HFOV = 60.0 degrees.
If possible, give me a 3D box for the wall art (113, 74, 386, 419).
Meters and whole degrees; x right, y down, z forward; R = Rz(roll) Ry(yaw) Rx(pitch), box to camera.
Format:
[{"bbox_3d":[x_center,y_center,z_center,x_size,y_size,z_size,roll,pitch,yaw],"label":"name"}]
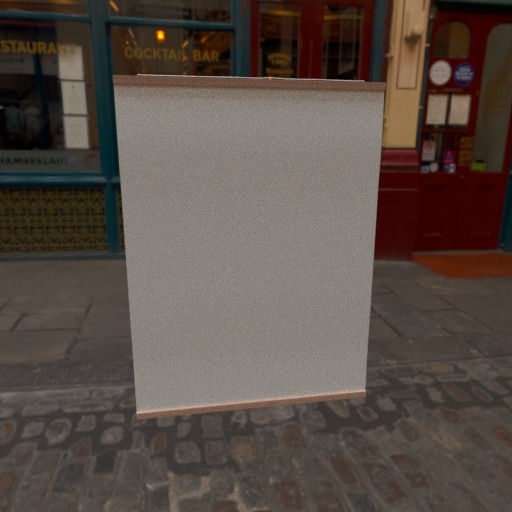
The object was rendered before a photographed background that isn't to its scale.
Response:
[{"bbox_3d":[0.000,0.000,1.338,0.758,1.013,0.020,-2,14,-10],"label":"wall art"}]
